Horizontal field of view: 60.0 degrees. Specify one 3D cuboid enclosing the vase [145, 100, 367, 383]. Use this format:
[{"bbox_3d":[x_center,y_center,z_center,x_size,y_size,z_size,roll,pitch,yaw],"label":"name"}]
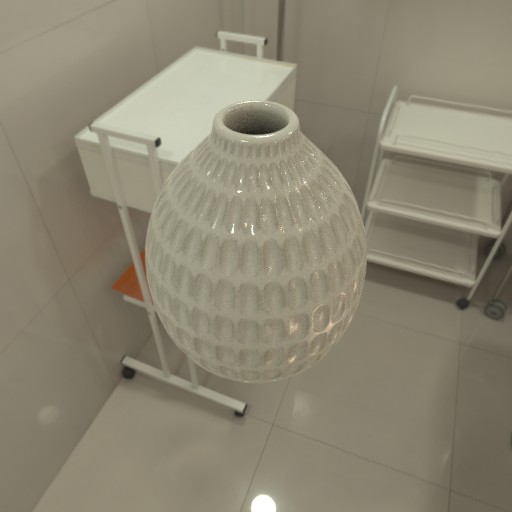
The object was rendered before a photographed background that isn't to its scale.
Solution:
[{"bbox_3d":[0.000,0.000,0.332,0.162,0.223,0.162,0,44,0],"label":"vase"}]
